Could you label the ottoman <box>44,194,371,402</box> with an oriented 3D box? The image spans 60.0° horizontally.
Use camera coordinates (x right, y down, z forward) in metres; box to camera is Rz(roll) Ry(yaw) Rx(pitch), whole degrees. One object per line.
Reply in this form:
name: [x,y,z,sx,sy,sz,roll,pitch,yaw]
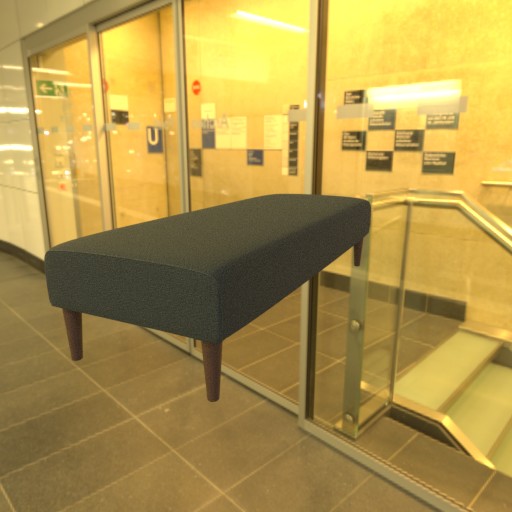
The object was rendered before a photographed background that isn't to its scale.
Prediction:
ottoman: [0.000,0.000,1.905,0.646,0.393,1.609,7,16,26]
